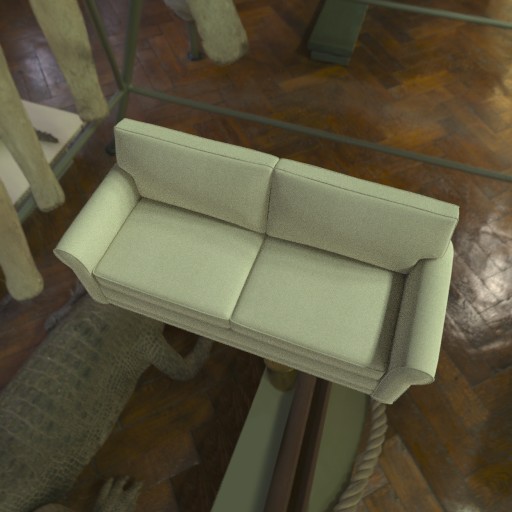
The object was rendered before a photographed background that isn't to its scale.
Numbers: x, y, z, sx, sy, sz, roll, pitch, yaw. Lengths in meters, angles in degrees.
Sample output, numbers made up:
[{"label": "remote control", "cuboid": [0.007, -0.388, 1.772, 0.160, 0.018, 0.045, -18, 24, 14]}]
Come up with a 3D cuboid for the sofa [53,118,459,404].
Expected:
[{"label": "sofa", "cuboid": [0.000, 0.000, 2.625, 2.146, 0.962, 0.901, 17, 59, 11]}]
